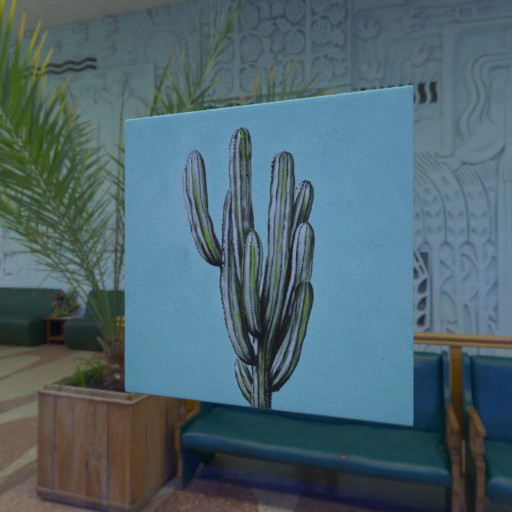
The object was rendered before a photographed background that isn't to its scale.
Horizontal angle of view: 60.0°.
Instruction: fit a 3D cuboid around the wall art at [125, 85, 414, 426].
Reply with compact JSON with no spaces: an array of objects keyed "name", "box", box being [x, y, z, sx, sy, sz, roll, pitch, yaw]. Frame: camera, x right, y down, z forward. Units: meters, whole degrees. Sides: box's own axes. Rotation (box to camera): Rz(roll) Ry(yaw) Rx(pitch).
[{"name":"wall art","box":[0.000,0.000,1.143,0.765,0.766,0.054,0,0,19]}]
